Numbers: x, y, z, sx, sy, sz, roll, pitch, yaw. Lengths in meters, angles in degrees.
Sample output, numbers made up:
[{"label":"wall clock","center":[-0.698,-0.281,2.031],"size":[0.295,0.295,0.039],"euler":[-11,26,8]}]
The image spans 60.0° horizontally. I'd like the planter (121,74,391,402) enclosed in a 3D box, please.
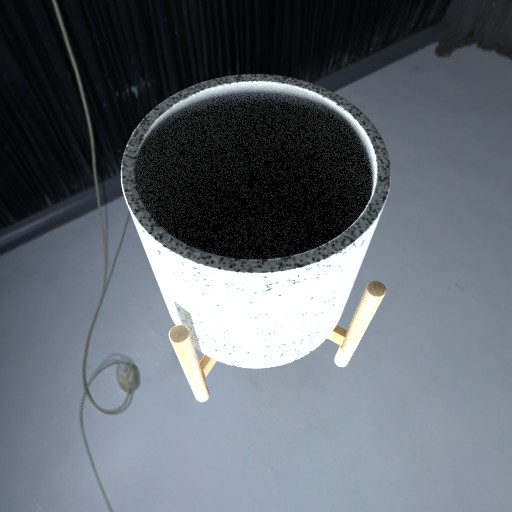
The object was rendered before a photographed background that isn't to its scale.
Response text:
[{"label":"planter","center":[0.000,0.000,0.681],"size":[0.360,0.419,0.360],"euler":[-32,63,-18]}]
